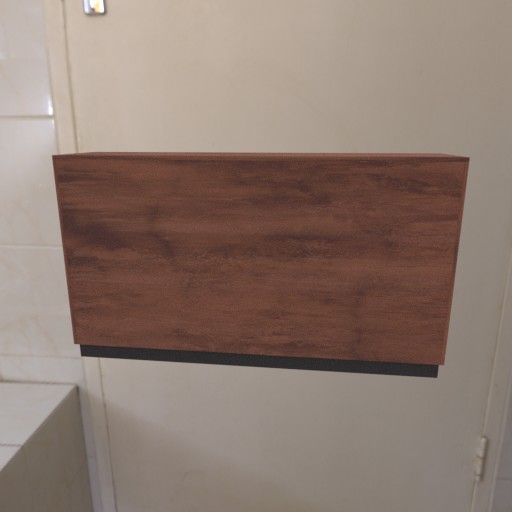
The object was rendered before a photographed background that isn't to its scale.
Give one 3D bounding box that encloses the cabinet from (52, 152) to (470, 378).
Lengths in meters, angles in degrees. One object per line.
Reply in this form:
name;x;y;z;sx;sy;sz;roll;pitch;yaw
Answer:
cabinet;0.000;0.000;2.006;1.600;0.900;0.420;2;15;7
